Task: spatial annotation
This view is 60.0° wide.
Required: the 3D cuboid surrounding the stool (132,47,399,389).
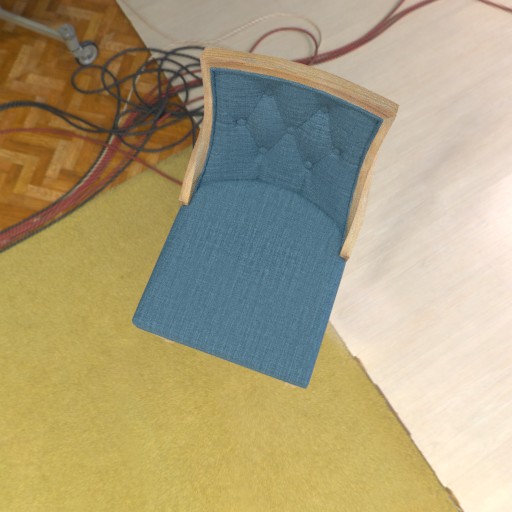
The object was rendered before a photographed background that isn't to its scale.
[{"bbox_3d":[0.000,0.000,1.317,0.524,0.938,0.626,19,75,5],"label":"stool"}]
